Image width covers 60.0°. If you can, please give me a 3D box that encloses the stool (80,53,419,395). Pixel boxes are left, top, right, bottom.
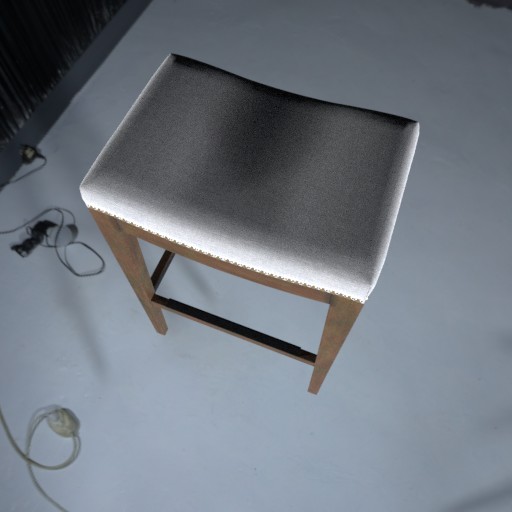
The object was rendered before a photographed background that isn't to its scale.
[{"bbox_3d":[0.000,0.000,1.041,0.508,0.762,0.356,19,65,9],"label":"stool"}]
